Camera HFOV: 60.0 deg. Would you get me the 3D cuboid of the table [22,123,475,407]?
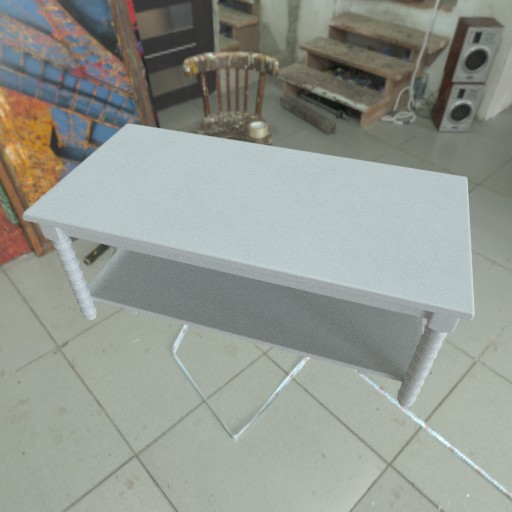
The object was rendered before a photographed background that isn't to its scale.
[{"bbox_3d":[0.000,0.000,1.443,1.171,0.487,0.580,12,44,13],"label":"table"}]
